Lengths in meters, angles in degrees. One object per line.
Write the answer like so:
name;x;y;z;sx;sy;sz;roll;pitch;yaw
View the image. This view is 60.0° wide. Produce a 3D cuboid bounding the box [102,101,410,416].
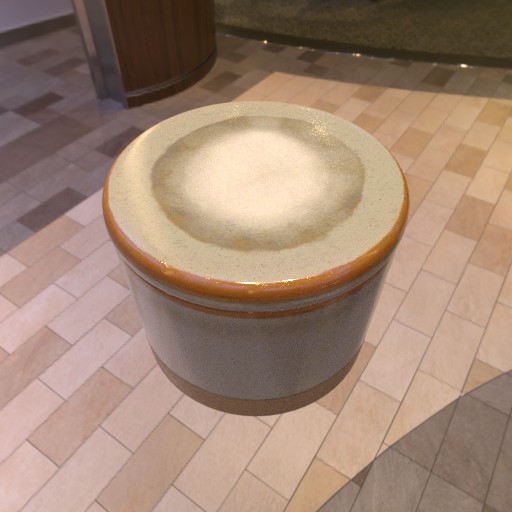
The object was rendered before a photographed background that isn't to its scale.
box;0.000;0.000;0.214;0.123;0.100;0.123;0;47;0
